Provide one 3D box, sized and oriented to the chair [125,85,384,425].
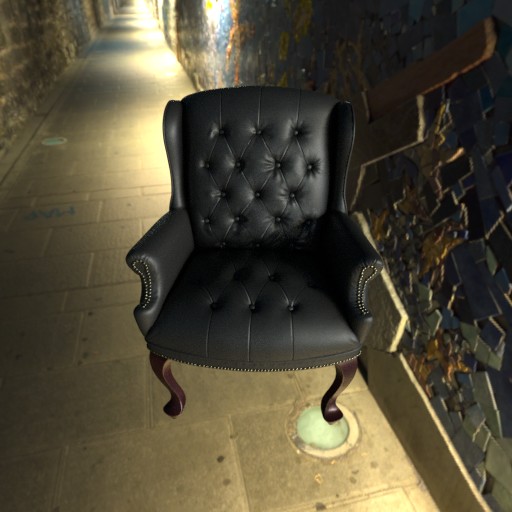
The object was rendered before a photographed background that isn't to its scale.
[{"bbox_3d":[0.000,0.000,1.674,0.838,1.111,0.762,1,32,2],"label":"chair"}]
